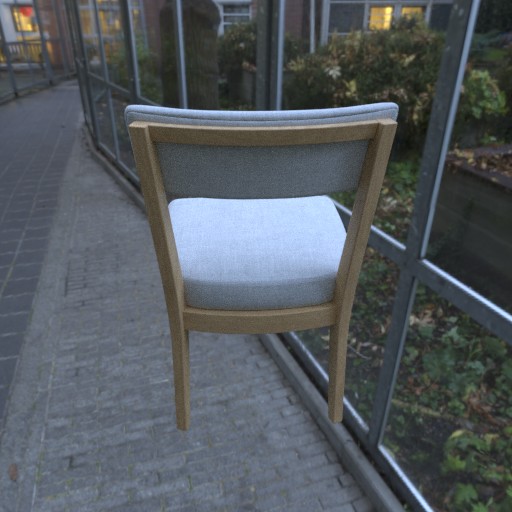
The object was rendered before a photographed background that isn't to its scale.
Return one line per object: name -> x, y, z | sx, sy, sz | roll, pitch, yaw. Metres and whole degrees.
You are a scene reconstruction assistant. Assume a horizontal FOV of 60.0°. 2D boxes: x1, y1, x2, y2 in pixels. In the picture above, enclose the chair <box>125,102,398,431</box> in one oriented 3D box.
chair -> 0.000, 0.000, 1.158 | 0.508, 0.832, 0.572 | -2, 28, -3
